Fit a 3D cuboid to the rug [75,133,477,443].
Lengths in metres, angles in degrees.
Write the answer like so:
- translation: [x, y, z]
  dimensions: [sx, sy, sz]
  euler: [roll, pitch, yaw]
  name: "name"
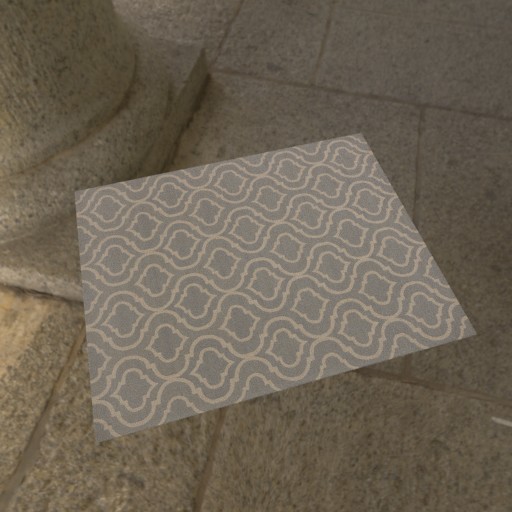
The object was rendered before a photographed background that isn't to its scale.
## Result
- translation: [0.000, 0.000, 3.783]
  dimensions: [2.892, 0.006, 2.283]
  euler: [-13, 59, -8]
  name: "rug"
